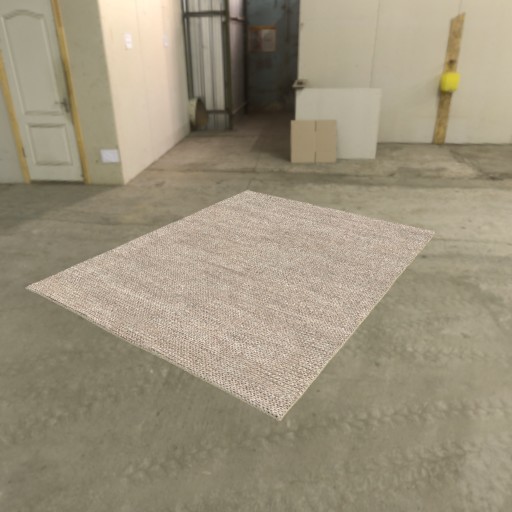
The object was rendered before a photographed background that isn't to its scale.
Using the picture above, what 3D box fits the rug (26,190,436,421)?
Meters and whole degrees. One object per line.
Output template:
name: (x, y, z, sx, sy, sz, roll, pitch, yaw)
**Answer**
rug: (0.000, 0.000, 4.083, 2.429, 0.030, 3.052, 17, 31, 31)
